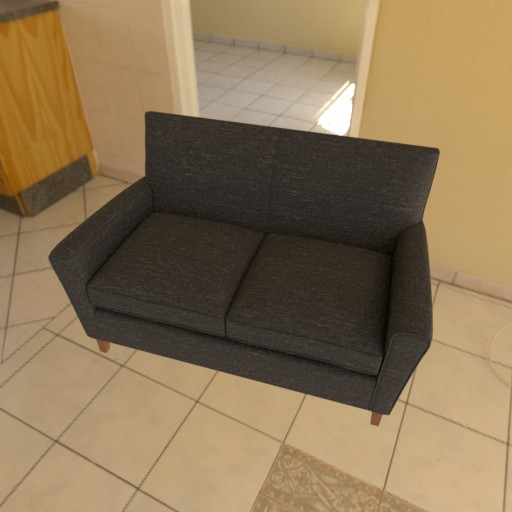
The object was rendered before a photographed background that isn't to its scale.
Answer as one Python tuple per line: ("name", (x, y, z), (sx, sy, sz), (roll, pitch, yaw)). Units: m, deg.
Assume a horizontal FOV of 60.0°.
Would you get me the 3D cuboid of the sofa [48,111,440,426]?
("sofa", (0.000, 0.000, 1.959), (1.420, 0.846, 0.875), (11, 42, 13))
